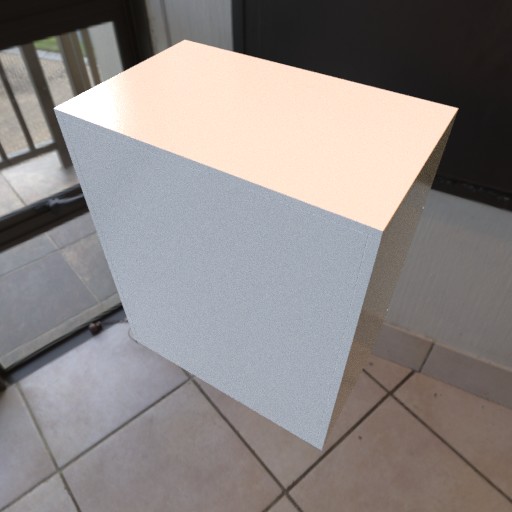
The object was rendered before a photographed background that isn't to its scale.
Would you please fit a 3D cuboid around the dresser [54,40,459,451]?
[{"bbox_3d":[0.000,0.000,1.121,0.650,0.800,0.400,24,51,21],"label":"dresser"}]
